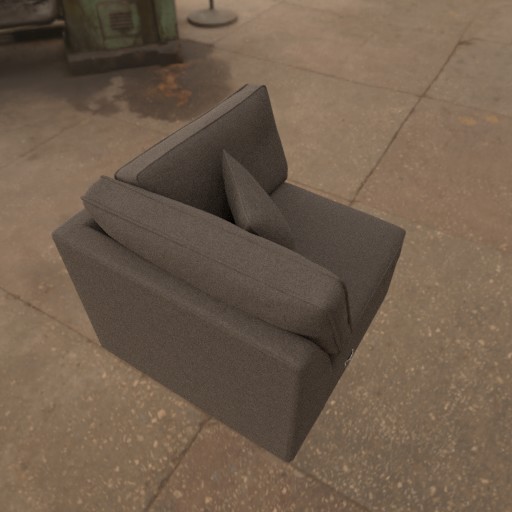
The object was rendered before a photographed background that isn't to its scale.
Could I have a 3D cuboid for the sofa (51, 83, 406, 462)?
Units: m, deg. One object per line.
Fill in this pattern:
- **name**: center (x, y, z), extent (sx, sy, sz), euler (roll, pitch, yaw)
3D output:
- **sofa**: center (0.000, 0.000, 1.982), extent (1.084, 1.002, 1.146), euler (25, 51, 22)
